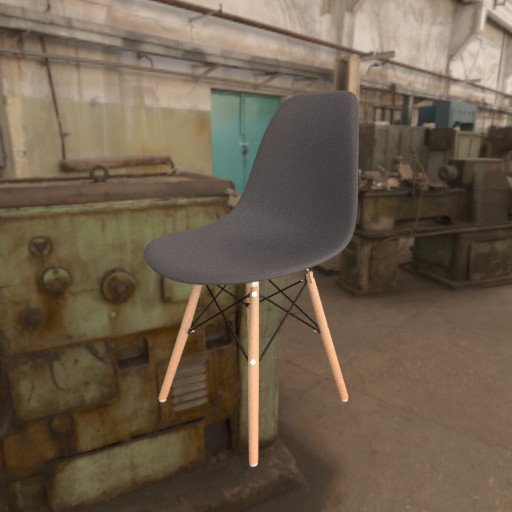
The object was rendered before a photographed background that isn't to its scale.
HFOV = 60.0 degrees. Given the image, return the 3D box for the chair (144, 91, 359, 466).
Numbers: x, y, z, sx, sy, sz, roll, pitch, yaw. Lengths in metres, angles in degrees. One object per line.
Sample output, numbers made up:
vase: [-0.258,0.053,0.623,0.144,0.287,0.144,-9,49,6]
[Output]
chair: [0.000,0.000,1.137,0.470,0.826,0.533,14,21,43]
